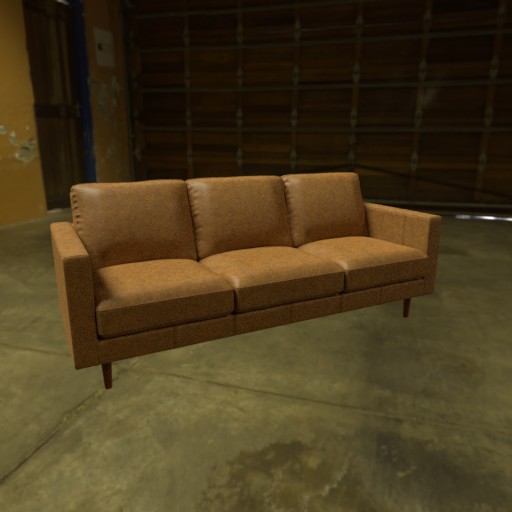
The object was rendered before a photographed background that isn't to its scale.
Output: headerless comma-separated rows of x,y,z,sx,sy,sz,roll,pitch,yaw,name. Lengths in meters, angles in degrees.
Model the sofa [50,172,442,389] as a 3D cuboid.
0.000,0.000,2.733,2.231,0.930,0.903,-7,16,-26,sofa
